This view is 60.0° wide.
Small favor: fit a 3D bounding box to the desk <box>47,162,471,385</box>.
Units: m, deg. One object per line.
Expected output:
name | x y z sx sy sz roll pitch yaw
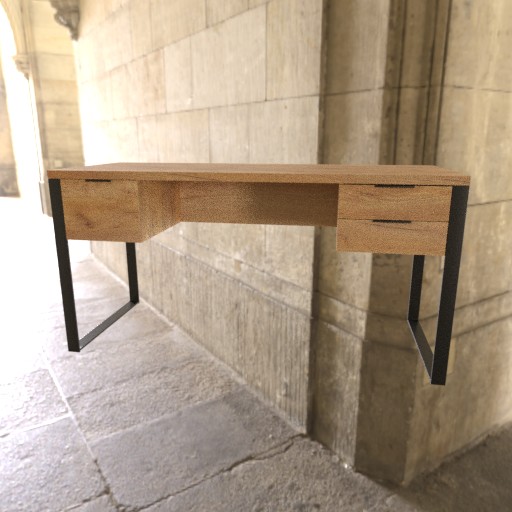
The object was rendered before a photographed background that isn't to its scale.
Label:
desk | 0.000 0.000 1.942 1.520 0.760 0.600 3 15 10
